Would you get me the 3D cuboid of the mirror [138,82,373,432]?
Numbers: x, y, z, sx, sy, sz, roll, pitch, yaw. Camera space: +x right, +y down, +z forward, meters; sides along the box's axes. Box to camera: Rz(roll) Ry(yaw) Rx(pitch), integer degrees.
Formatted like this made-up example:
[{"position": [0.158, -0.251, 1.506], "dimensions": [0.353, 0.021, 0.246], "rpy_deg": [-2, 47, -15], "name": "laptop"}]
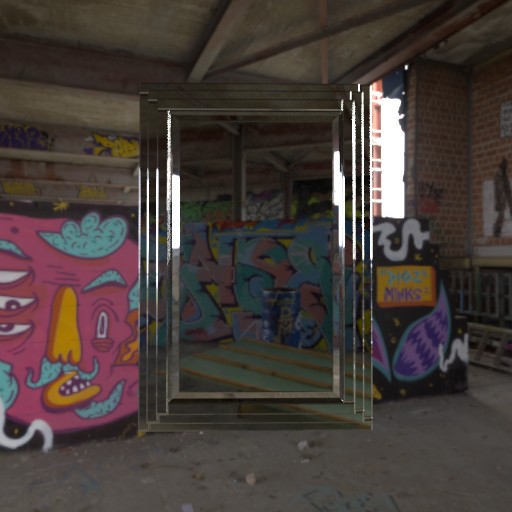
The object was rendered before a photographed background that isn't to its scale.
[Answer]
[{"position": [0.000, 0.000, 1.157], "dimensions": [0.613, 0.914, 0.039], "rpy_deg": [0, -1, -1], "name": "mirror"}]
